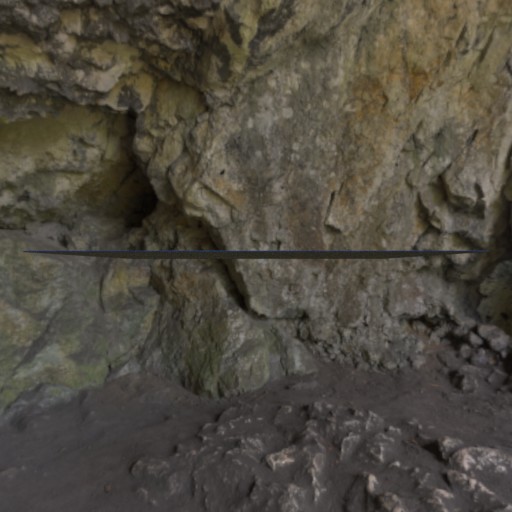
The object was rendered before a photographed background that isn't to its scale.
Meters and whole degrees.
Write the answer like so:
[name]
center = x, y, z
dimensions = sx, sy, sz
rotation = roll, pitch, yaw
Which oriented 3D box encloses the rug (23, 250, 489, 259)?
[rug]
center = 0.000, 0.000, 4.102
dimensions = 3.048, 0.010, 2.438
rotation = 0, -1, 0
